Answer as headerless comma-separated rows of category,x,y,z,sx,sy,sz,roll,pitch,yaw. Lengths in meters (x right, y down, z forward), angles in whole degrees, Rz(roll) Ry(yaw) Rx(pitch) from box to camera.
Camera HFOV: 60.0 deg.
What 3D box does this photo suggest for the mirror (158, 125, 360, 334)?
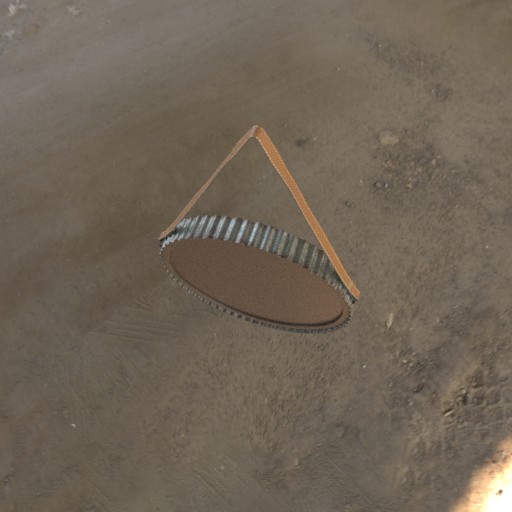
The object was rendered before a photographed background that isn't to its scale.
mirror,0.000,0.000,0.703,0.355,0.568,0.042,16,65,8
